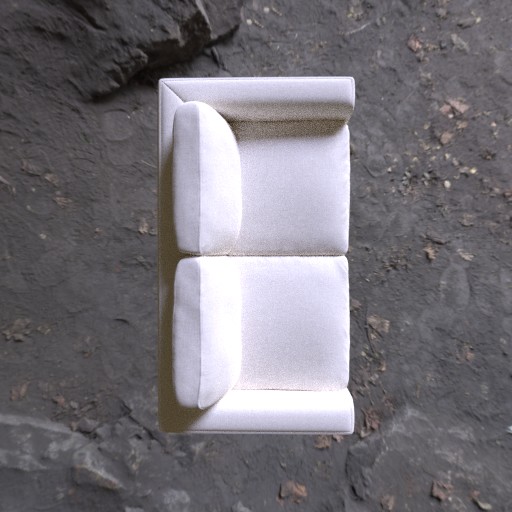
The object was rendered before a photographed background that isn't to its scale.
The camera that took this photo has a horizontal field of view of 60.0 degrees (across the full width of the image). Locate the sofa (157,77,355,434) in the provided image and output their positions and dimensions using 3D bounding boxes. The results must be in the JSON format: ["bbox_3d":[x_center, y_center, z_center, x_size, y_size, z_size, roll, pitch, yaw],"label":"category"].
[{"bbox_3d":[0.000,0.000,2.493,1.069,0.801,1.920,0,91,2],"label":"sofa"}]
